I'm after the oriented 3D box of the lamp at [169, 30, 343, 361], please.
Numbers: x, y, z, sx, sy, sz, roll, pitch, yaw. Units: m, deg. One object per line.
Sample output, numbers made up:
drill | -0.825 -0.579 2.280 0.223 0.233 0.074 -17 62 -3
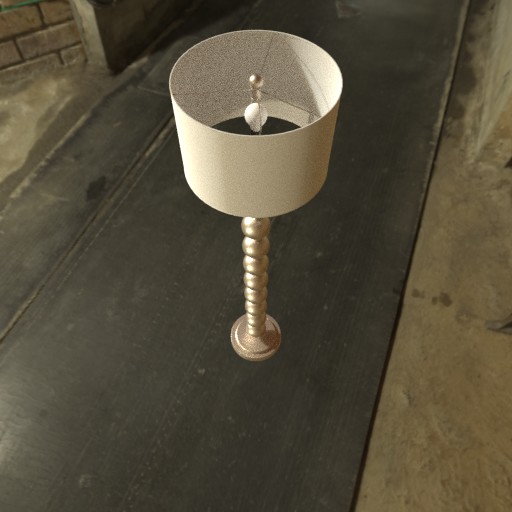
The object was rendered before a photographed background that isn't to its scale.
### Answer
lamp | 0.000 0.000 1.612 0.394 1.474 0.394 -14 58 -9
